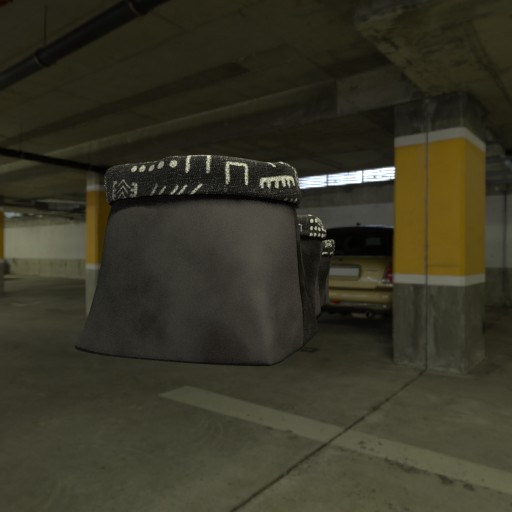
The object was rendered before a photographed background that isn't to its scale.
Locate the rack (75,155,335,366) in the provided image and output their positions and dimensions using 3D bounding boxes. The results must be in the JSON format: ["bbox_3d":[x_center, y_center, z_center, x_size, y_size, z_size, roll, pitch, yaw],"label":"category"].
[{"bbox_3d":[0.000,0.000,1.089,0.379,0.323,0.905,0,1,19],"label":"rack"}]
